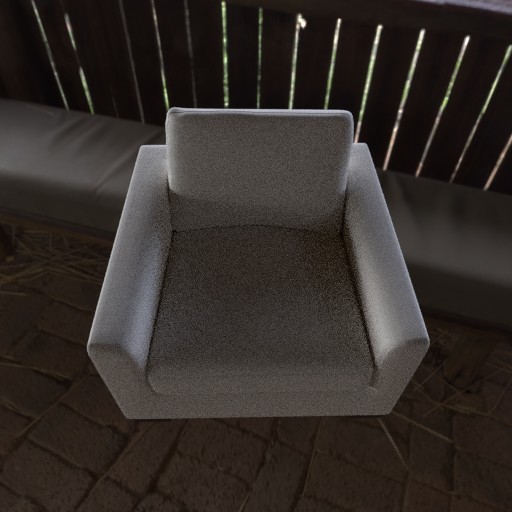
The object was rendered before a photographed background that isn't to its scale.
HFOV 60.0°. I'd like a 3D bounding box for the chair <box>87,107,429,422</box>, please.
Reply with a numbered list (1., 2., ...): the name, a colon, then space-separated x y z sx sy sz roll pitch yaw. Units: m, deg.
1. chair: 0.000 0.000 1.835 1.070 0.876 1.100 -1 48 -1
